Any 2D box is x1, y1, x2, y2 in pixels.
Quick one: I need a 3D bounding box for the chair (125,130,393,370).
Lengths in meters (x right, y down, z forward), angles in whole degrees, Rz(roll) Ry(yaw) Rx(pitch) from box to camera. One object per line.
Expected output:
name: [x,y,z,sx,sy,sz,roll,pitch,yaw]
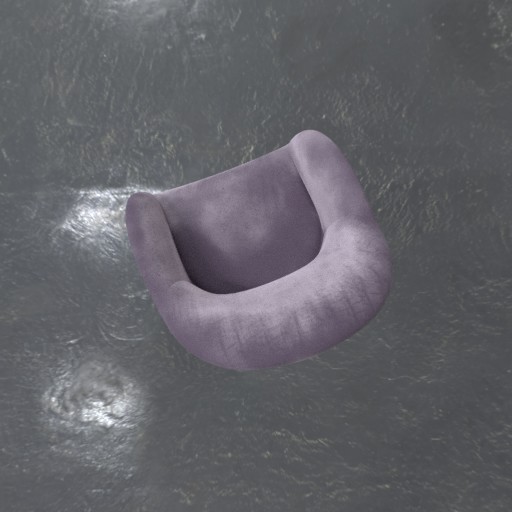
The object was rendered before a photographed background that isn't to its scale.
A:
chair: [0.000,0.000,1.213,0.550,0.795,0.590,-21,77,-5]
